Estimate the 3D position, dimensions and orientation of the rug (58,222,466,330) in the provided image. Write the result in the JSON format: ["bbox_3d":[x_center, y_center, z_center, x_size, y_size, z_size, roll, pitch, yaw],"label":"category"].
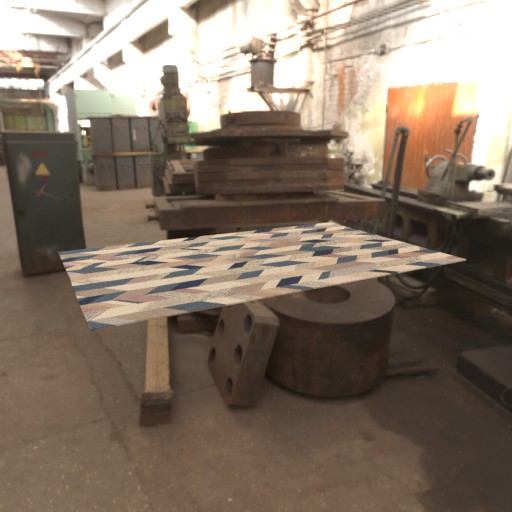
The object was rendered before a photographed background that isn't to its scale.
[{"bbox_3d":[0.000,0.000,3.093,2.423,0.008,1.513,-8,17,-27],"label":"rug"}]
